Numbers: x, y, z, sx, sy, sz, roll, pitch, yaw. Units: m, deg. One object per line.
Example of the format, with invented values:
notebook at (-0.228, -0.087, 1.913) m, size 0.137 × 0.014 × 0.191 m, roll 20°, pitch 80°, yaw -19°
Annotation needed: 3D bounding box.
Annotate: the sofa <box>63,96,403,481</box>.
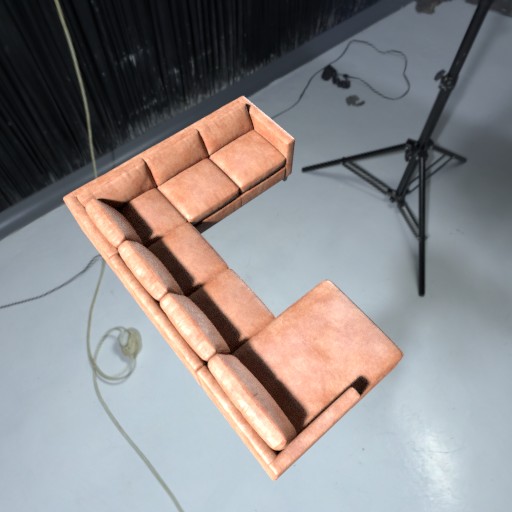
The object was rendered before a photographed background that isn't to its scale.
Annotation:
sofa at (0.000, 0.000, 4.603) m, size 2.430 × 0.832 × 3.401 m, roll -36°, pitch 66°, yaw -19°
